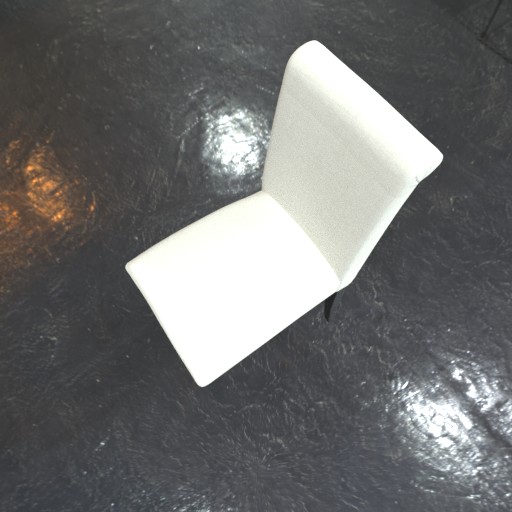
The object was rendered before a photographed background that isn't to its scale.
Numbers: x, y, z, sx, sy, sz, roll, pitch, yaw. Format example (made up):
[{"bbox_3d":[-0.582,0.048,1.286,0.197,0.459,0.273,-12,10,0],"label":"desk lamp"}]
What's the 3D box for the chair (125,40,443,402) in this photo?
[{"bbox_3d":[0.000,0.000,1.378,0.708,0.976,0.452,-32,68,-14],"label":"chair"}]
